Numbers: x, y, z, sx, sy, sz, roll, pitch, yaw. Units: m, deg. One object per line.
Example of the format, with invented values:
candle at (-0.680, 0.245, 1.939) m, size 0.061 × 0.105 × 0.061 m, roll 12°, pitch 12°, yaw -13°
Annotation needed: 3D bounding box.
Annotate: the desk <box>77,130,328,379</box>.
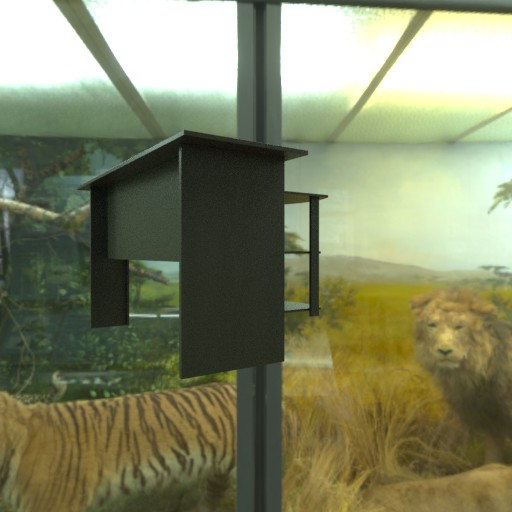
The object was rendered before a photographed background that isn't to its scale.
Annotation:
desk at (0.000, 0.000, 2.142) m, size 1.361 × 0.716 × 1.303 m, roll 0°, pitch 1°, yaw -34°
